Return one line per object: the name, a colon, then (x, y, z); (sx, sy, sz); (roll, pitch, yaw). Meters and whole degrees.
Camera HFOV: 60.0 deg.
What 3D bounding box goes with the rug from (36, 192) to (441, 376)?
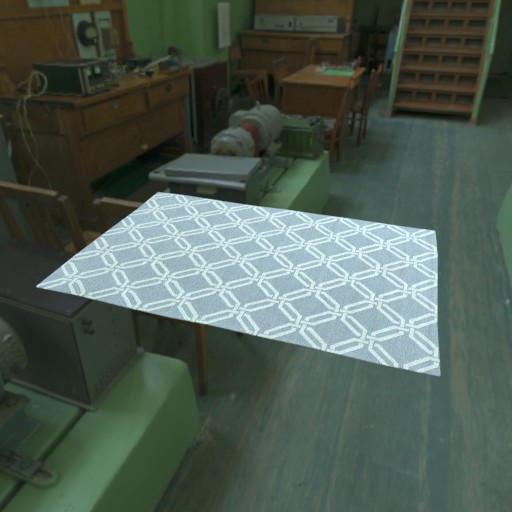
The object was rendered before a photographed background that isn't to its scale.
rug: (0.000, 0.000, 2.248); (1.754, 0.010, 1.148); (10, 33, 15)
